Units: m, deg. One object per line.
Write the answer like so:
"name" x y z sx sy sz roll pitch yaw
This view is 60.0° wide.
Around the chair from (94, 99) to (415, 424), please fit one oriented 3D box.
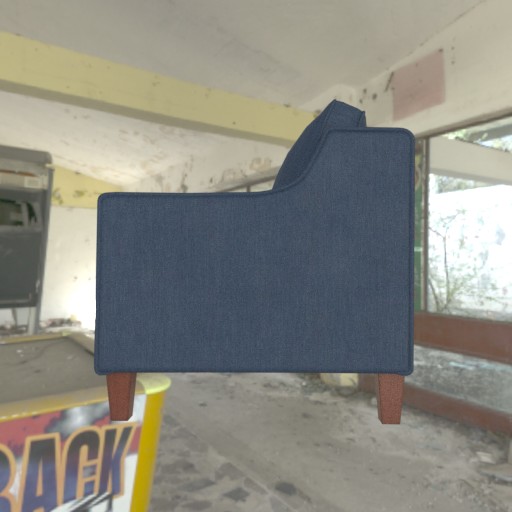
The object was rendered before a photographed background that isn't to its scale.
"chair" 0.000 0.000 1.646 0.909 0.960 0.831 0 0 2
